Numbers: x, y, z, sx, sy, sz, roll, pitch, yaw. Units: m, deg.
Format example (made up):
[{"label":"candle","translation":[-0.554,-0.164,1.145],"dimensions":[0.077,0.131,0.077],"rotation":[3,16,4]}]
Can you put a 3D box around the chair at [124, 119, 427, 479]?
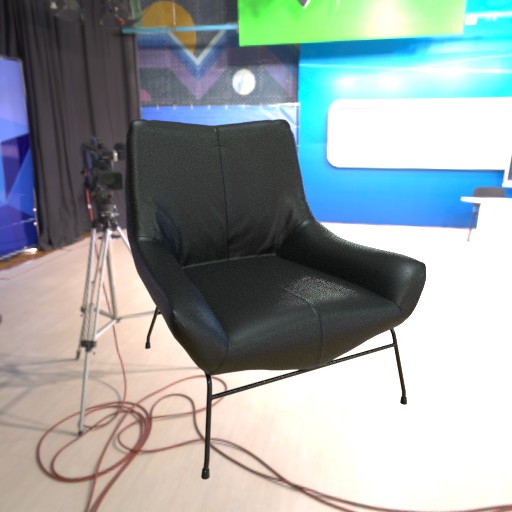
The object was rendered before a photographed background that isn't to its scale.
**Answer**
[{"label":"chair","translation":[0.000,0.000,1.555],"dimensions":[0.836,0.922,0.826],"rotation":[-8,19,-26]}]
